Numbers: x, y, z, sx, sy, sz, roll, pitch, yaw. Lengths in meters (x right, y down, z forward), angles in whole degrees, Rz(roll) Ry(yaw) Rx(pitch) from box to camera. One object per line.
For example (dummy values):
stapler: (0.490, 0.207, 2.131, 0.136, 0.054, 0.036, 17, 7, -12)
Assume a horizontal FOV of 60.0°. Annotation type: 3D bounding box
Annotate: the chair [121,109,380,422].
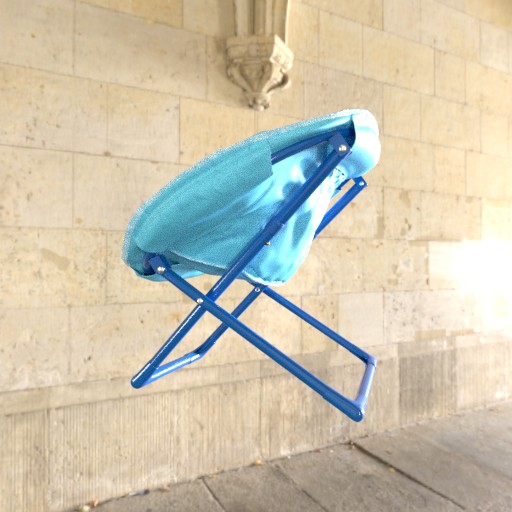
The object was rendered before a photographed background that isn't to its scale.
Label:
chair: (0.000, 0.000, 0.862, 0.465, 0.478, 0.520, 0, -1, 18)
